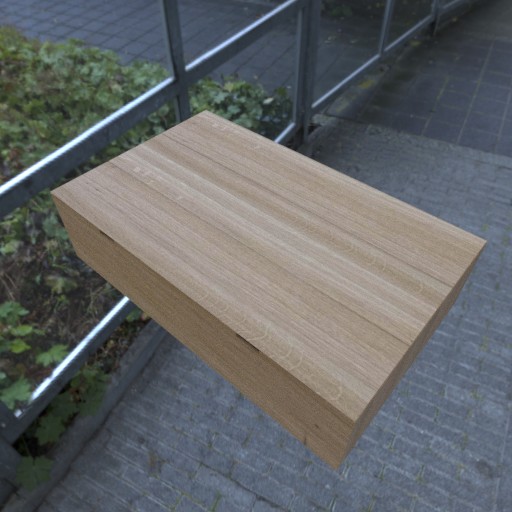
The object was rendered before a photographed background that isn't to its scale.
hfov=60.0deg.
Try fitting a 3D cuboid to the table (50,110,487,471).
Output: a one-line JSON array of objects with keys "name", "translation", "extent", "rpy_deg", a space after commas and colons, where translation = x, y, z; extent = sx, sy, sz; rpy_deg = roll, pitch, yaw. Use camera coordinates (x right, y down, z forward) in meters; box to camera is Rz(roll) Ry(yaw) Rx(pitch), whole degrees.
[{"name": "table", "translation": [0.000, 0.000, 1.430], "extent": [1.110, 0.353, 0.678], "rpy_deg": [32, 54, 27]}]
